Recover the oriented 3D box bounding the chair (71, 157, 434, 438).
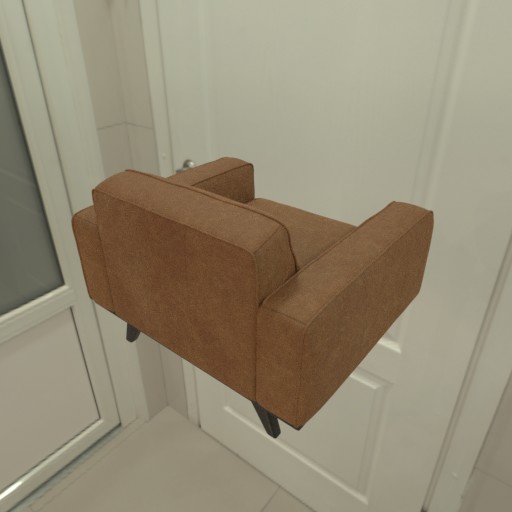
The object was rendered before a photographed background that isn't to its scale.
[{"bbox_3d":[0.000,0.000,1.807,1.118,0.782,0.952,22,37,32],"label":"chair"}]
